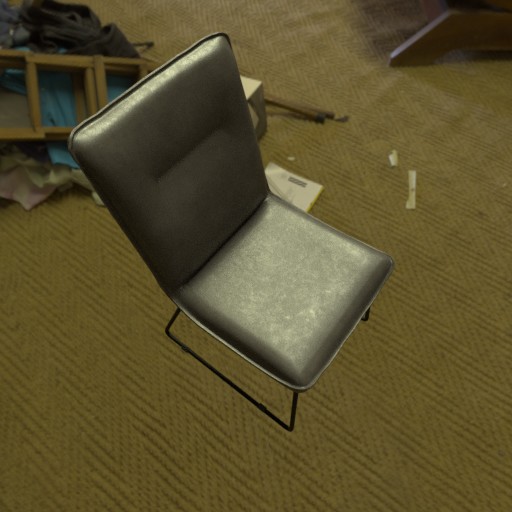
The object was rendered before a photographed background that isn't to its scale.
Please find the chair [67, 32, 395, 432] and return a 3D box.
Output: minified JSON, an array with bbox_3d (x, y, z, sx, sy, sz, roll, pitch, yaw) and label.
[{"bbox_3d":[0.000,0.000,1.299,0.688,0.932,0.515,33,64,19],"label":"chair"}]
